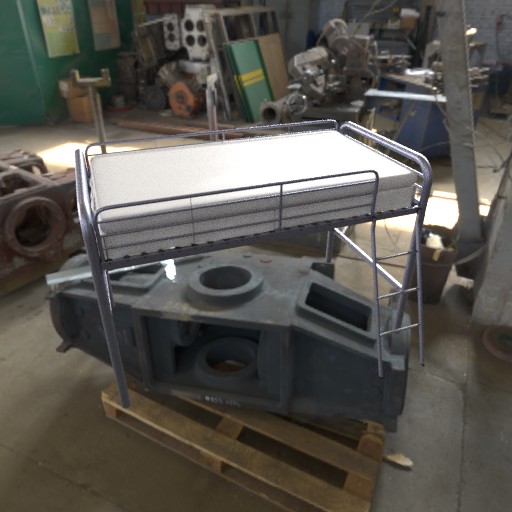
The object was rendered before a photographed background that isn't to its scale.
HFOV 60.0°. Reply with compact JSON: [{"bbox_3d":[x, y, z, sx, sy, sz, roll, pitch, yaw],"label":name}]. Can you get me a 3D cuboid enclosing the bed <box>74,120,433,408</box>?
[{"bbox_3d":[0.000,0.000,2.884,1.965,1.288,1.415,-11,33,-17],"label":"bed"}]
